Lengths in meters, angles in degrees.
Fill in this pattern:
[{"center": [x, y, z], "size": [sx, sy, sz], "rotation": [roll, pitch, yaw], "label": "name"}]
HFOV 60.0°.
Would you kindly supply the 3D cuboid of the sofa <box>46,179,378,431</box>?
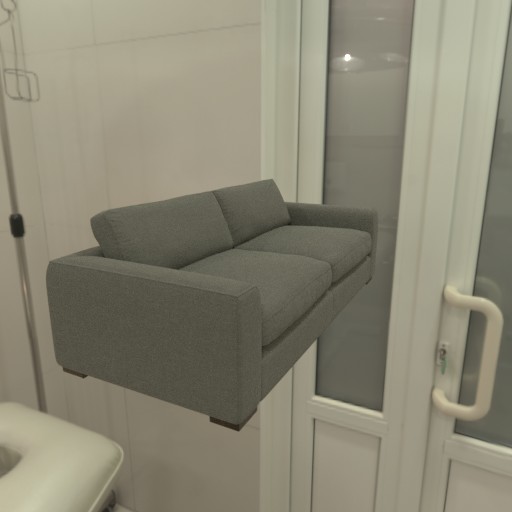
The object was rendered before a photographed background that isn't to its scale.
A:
[{"center": [0.000, 0.000, 2.803], "size": [1.070, 0.801, 2.262], "rotation": [8, 17, 27], "label": "sofa"}]
